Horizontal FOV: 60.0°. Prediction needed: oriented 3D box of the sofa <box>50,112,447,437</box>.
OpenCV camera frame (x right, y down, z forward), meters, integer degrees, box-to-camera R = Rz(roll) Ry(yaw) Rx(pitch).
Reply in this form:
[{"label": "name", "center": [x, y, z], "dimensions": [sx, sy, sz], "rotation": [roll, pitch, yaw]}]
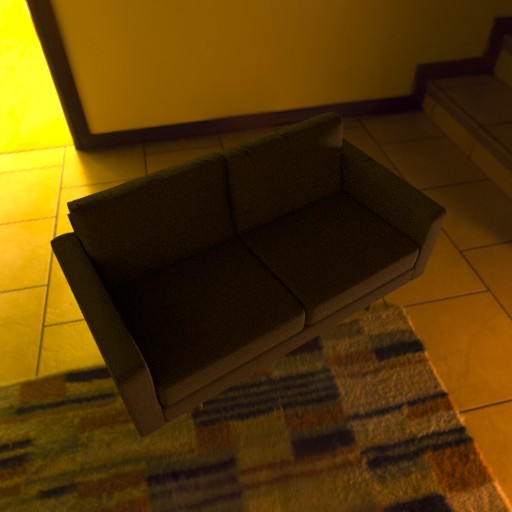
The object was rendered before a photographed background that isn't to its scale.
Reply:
[{"label": "sofa", "center": [0.000, 0.000, 2.278], "dimensions": [1.730, 0.897, 0.889], "rotation": [-25, 51, -22]}]
